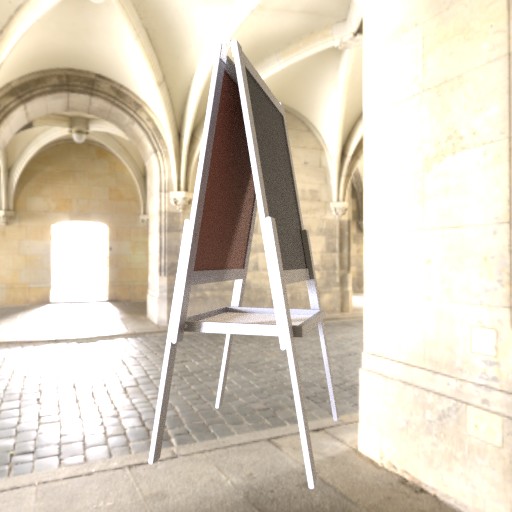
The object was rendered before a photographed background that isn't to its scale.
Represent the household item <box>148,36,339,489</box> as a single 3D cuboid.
[{"bbox_3d":[0.000,0.000,1.434,0.469,1.172,0.531,0,-1,17],"label":"household item"}]
